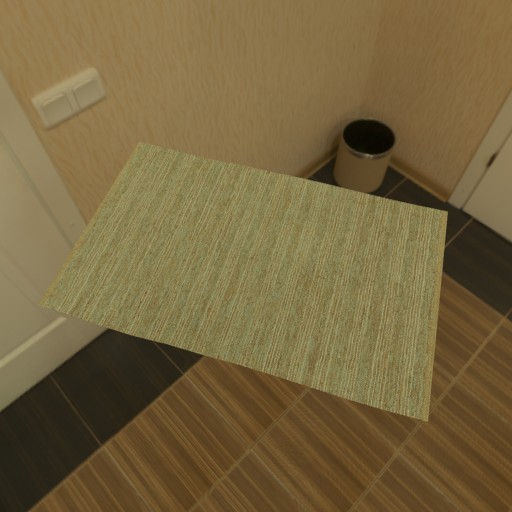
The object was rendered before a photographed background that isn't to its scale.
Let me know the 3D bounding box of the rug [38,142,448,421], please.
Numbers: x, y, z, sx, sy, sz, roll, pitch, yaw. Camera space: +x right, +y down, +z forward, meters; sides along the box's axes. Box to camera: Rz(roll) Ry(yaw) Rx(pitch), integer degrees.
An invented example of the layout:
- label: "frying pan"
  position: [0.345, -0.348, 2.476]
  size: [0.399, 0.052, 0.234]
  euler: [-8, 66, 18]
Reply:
- label: "rug"
  position: [0.000, 0.000, 3.024]
  size: [2.448, 0.012, 1.540]
  euler: [14, 59, 9]
